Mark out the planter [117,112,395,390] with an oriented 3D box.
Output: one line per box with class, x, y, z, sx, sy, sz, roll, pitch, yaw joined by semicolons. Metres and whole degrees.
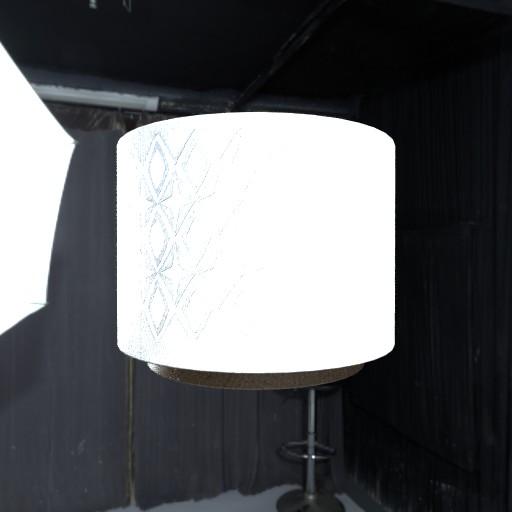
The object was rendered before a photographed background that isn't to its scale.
planter;0.000;0.000;0.312;0.186;0.144;0.186;0;1;0
